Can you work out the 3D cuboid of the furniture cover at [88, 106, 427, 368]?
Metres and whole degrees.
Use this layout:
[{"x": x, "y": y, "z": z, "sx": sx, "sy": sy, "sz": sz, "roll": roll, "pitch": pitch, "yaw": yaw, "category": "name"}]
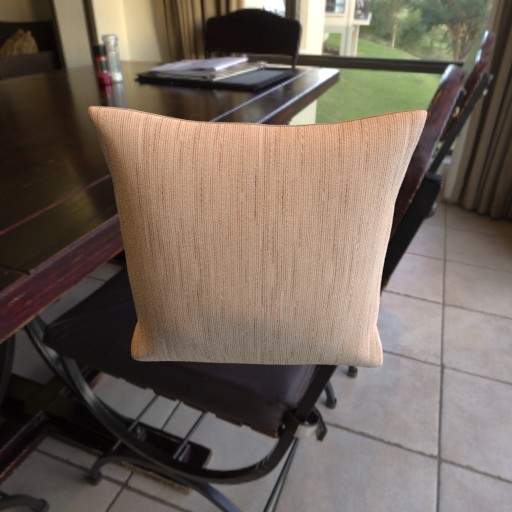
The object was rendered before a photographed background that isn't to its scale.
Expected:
[{"x": 0.000, "y": 0.000, "z": 0.780, "sx": 0.512, "sy": 0.506, "sz": 0.178, "roll": 1, "pitch": 31, "yaw": 2, "category": "furniture cover"}]
